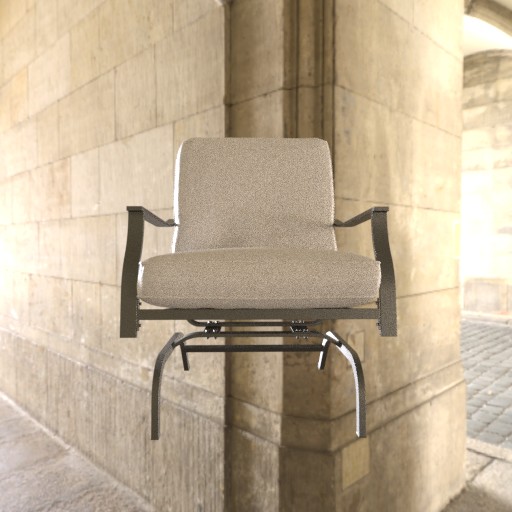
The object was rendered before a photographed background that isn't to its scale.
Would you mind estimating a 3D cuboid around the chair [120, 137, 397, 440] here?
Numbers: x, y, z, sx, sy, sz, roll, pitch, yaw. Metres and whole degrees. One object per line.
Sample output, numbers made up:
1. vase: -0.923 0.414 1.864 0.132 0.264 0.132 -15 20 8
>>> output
1. chair: 0.000 0.000 1.376 0.650 0.860 0.787 0 2 -1
